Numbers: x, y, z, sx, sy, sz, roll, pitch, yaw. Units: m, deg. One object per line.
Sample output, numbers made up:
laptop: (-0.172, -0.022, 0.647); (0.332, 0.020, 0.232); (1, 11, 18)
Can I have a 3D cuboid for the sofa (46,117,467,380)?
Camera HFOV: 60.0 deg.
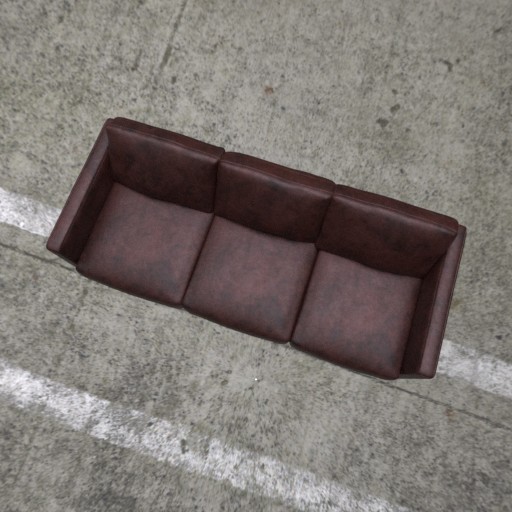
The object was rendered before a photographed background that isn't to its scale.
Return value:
sofa: (0.000, 0.000, 3.029); (2.464, 1.006, 1.045); (18, 75, 5)
